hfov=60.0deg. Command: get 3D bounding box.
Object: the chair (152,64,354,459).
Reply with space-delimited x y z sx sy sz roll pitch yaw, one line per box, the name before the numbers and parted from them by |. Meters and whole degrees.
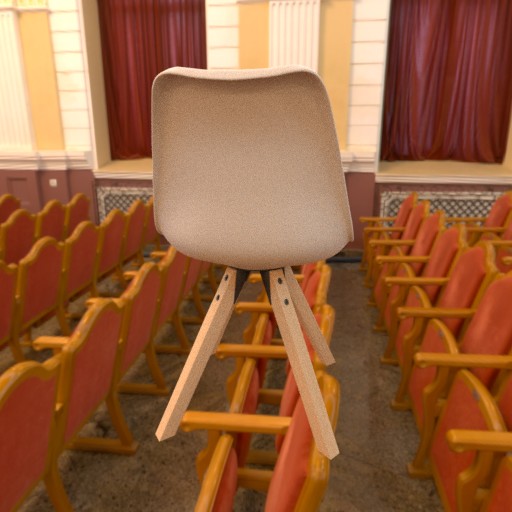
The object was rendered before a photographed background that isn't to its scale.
chair | 0.000 0.000 1.148 0.485 0.850 0.550 2 16 8
